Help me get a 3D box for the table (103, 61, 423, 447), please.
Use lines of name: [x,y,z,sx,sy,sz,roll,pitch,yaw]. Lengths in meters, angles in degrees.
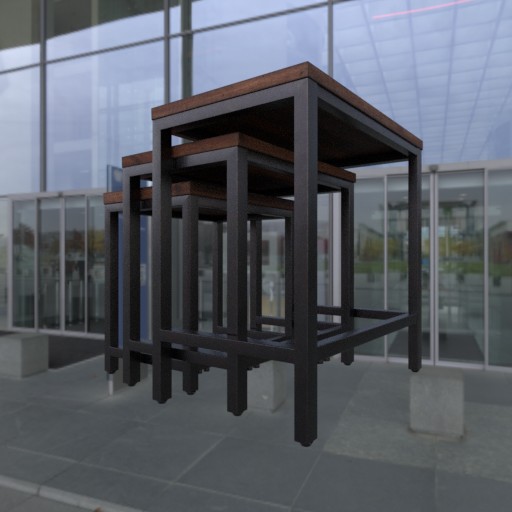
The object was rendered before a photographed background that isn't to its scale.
table: [0.000,0.000,1.139,0.660,0.616,0.608,0,0,37]
